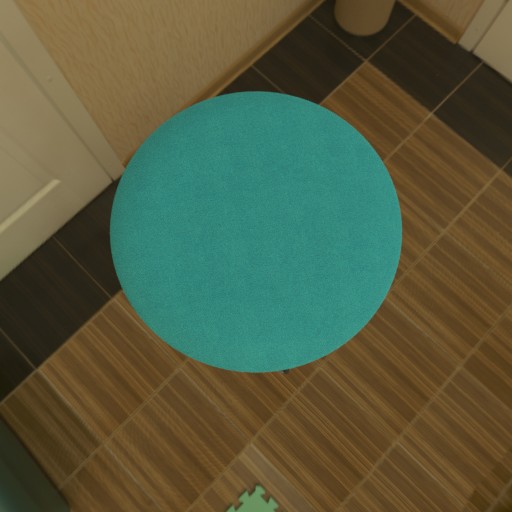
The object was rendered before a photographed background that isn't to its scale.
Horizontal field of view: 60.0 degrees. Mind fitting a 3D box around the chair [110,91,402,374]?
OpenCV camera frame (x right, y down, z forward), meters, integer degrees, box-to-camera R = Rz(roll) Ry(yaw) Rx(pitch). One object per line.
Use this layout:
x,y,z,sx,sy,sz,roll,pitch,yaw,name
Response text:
0.000,0.000,0.701,0.350,0.430,0.350,15,77,4,chair
